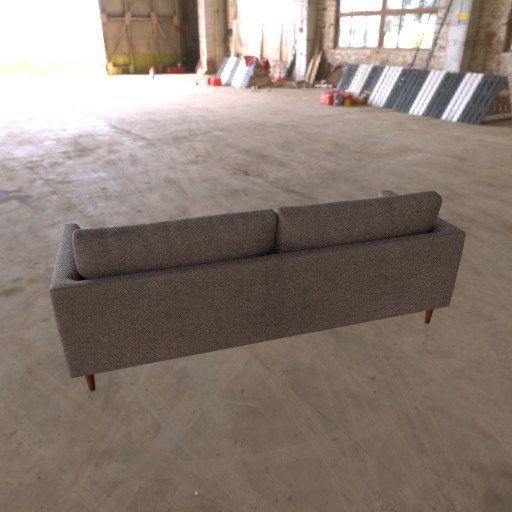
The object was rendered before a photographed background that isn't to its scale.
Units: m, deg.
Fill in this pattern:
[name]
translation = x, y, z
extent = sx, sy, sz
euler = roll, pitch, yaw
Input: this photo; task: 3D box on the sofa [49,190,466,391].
[sofa]
translation = 0.000, 0.000, 2.780
extent = 2.250, 0.868, 1.020
euler = -8, 27, -15
